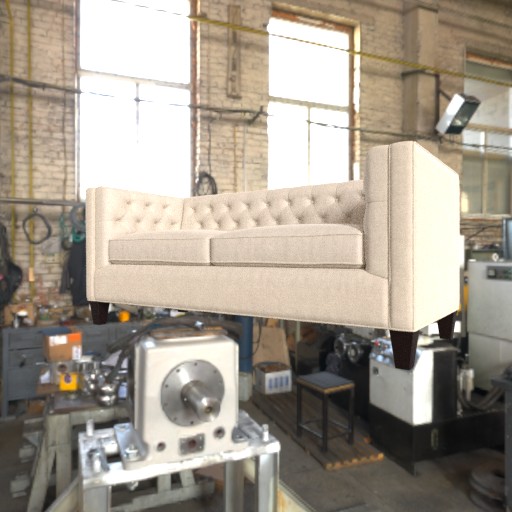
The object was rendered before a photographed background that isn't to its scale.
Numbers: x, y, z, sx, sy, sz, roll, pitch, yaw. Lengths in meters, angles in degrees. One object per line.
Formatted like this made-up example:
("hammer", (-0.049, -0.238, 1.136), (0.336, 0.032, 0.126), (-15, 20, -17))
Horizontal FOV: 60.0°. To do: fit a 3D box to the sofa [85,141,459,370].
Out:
("sofa", (0.000, 0.000, 2.254), (1.778, 0.762, 0.775), (0, 0, 35))
